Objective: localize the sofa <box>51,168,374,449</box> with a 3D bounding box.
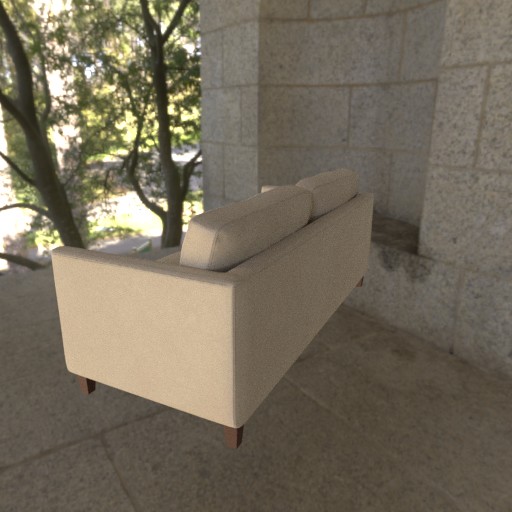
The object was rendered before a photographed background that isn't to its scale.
[{"bbox_3d":[0.000,0.000,2.698,0.948,0.932,2.181,8,19,25],"label":"sofa"}]
